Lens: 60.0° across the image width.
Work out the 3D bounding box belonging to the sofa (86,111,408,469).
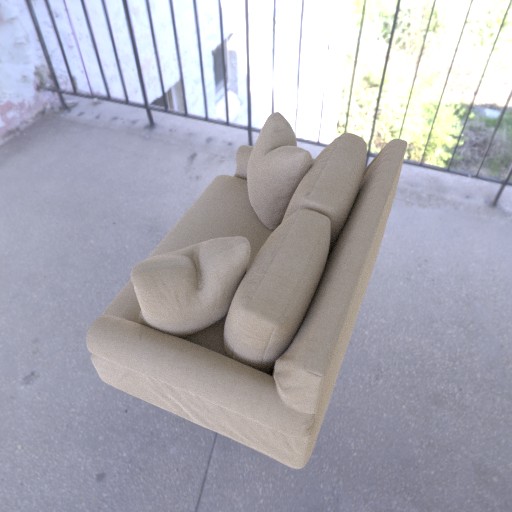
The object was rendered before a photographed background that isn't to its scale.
[{"bbox_3d":[0.000,0.000,2.160,1.070,0.905,1.550,17,48,16],"label":"sofa"}]
